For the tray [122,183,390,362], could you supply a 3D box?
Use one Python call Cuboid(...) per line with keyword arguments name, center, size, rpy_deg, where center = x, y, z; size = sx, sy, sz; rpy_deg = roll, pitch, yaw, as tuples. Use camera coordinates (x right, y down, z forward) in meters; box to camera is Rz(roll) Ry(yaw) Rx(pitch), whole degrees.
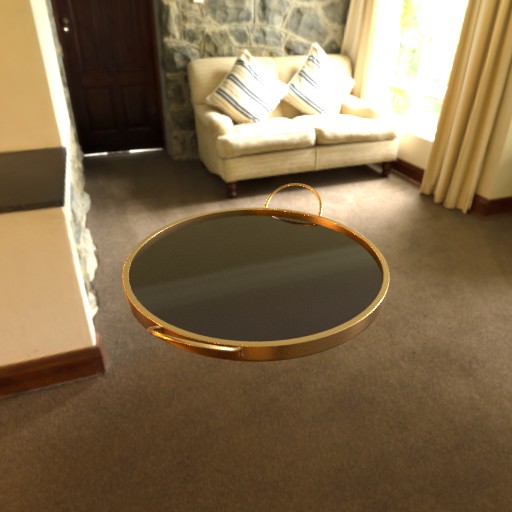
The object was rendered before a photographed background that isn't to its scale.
Cuboid(name="tray", center=(0.000, 0.000, 0.748), size=(0.438, 0.069, 0.543), rpy_deg=(11, 31, 18))
